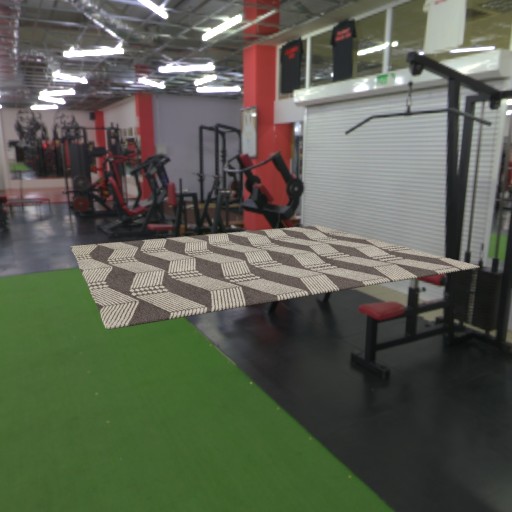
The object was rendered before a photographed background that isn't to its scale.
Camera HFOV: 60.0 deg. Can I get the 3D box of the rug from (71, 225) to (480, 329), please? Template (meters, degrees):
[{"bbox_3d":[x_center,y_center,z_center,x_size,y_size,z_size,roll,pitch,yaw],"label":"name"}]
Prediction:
[{"bbox_3d":[0.000,0.000,4.149,3.048,0.016,2.438,-6,15,-26],"label":"rug"}]
